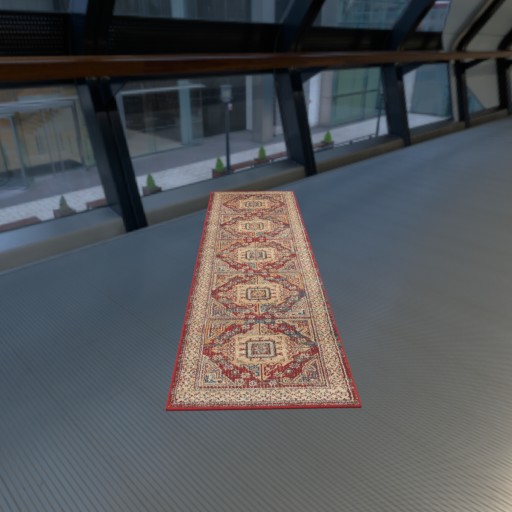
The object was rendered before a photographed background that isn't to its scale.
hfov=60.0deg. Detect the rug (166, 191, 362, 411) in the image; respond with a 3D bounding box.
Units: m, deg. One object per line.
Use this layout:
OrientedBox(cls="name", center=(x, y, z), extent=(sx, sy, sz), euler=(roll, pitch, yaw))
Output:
OrientedBox(cls="rug", center=(0.000, 0.000, 2.508), extent=(0.659, 0.015, 2.292), euler=(-1, 27, -1))
